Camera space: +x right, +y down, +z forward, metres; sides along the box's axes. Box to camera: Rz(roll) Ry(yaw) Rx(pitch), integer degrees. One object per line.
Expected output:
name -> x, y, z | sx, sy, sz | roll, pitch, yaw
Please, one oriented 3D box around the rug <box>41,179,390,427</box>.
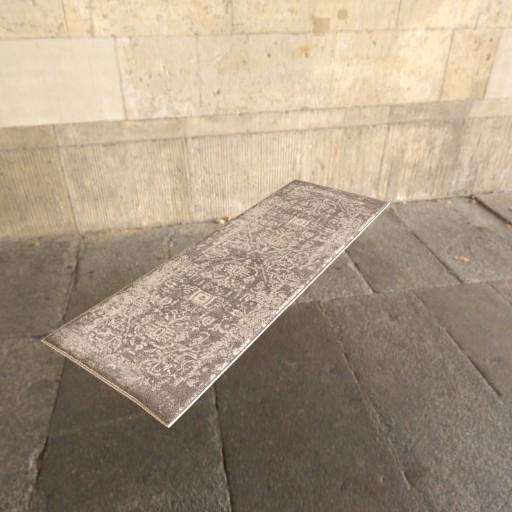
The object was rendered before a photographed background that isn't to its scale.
rug -> 0.000, 0.000, 2.774 | 0.855, 0.017, 2.452 | 20, 37, 28
